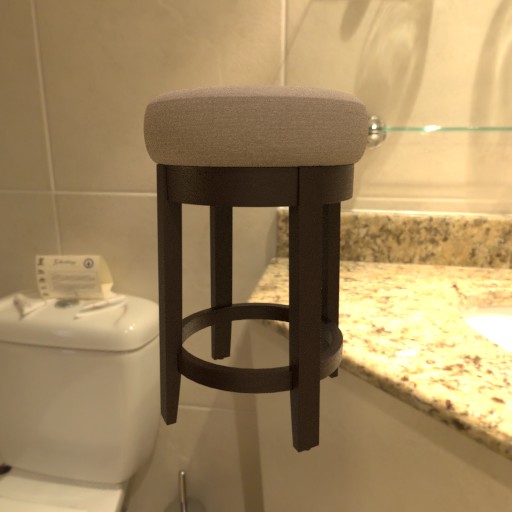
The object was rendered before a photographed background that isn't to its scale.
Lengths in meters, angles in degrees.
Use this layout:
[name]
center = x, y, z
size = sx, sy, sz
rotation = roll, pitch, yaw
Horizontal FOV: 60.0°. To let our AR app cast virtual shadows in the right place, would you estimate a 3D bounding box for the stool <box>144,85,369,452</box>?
[stool]
center = 0.000, 0.000, 0.960
size = 0.443, 0.672, 0.443
rotation = 0, 14, 0
